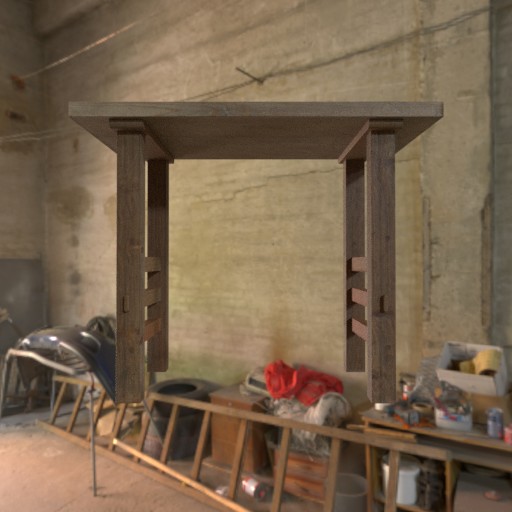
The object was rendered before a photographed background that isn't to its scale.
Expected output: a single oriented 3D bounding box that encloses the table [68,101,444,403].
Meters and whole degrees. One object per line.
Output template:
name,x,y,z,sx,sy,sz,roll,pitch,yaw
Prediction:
table,0.000,0.000,1.592,1.119,0.914,0.556,0,-1,0
